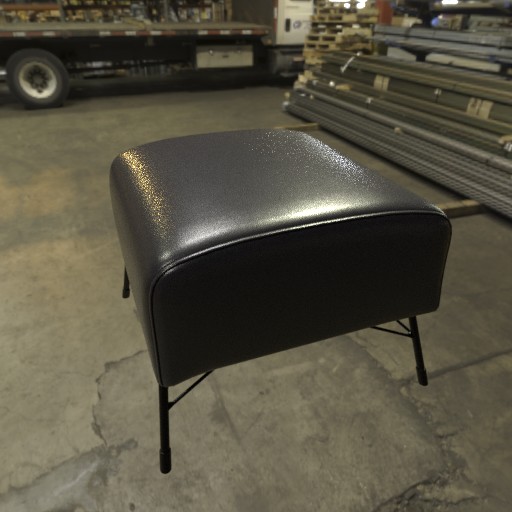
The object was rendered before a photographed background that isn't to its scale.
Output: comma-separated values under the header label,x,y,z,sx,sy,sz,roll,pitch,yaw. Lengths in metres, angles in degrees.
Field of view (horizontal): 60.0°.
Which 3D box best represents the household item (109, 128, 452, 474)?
label,x,y,z,sx,sy,sz,roll,pitch,yaw
household item,0.000,0.000,0.899,0.530,0.410,0.530,-11,32,-18
